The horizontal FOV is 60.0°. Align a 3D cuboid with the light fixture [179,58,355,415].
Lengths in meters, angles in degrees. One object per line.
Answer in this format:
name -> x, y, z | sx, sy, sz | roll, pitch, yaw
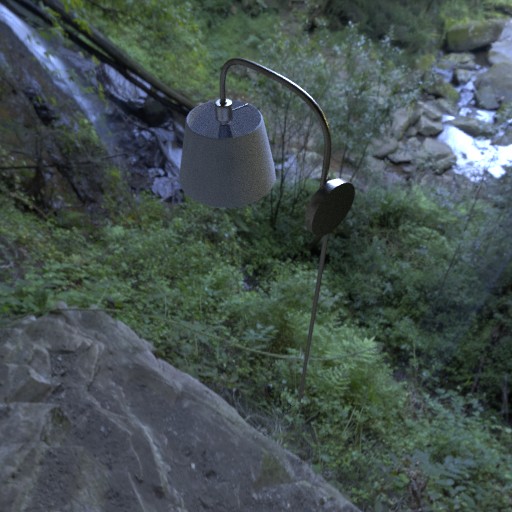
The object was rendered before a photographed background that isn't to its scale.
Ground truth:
light fixture -> 0.000, 0.000, 0.459 | 0.092, 0.399, 0.176 | -32, 55, -26
